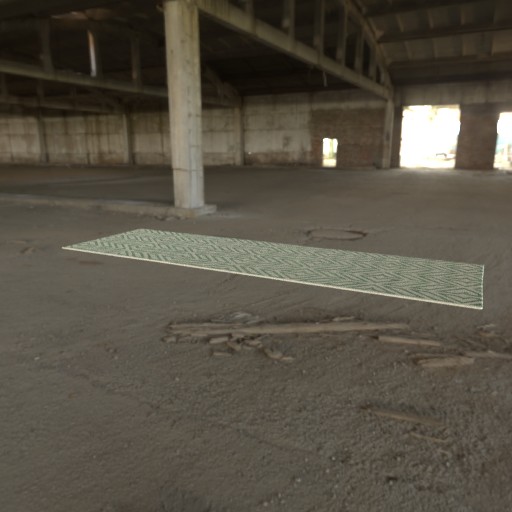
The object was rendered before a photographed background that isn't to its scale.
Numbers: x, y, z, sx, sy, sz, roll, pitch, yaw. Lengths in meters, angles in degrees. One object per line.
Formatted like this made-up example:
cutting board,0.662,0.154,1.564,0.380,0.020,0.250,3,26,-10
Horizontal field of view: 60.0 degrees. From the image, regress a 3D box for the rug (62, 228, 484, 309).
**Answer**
rug,0.000,0.000,2.652,2.435,0.009,0.750,7,16,26
